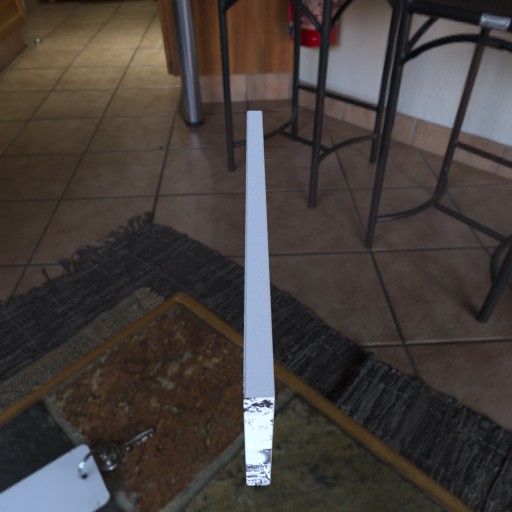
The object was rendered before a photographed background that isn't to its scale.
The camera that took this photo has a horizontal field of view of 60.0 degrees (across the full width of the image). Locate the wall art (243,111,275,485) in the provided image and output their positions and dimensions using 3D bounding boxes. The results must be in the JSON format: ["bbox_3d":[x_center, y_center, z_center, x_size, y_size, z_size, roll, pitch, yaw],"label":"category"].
[{"bbox_3d":[0.000,0.000,0.879,0.036,0.256,0.766,0,42,0],"label":"wall art"}]
